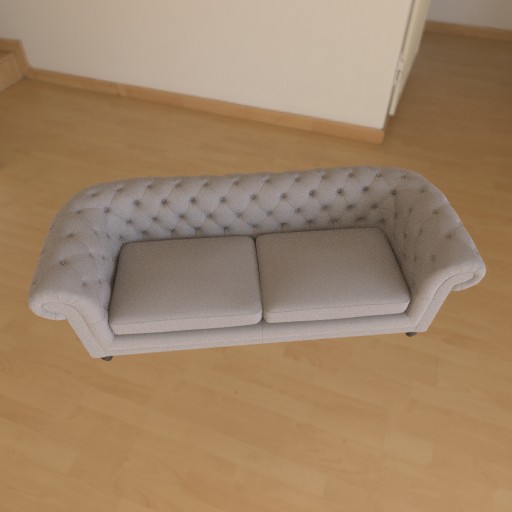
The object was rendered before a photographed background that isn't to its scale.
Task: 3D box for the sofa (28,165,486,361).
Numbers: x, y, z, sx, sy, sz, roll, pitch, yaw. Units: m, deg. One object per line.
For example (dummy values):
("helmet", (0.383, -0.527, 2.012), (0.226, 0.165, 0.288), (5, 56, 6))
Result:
("sofa", (0.000, 0.000, 2.785), (2.411, 0.749, 0.991), (-4, 46, -4))
